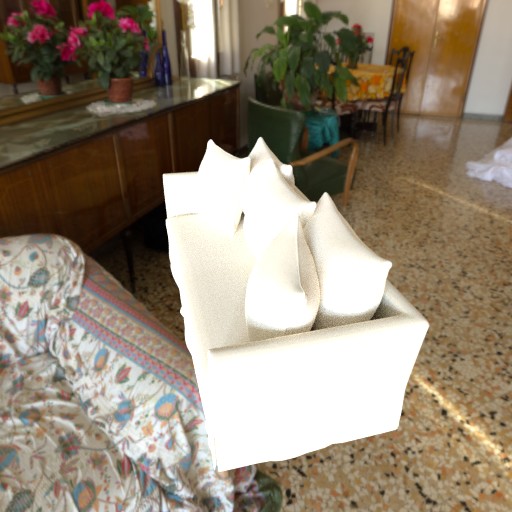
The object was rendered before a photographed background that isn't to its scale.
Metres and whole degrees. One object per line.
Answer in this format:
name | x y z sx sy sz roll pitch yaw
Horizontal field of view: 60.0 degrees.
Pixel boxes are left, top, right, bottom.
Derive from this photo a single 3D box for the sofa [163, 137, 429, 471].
sofa | 0.000 0.000 2.881 1.031 1.034 2.290 -7 30 -13
